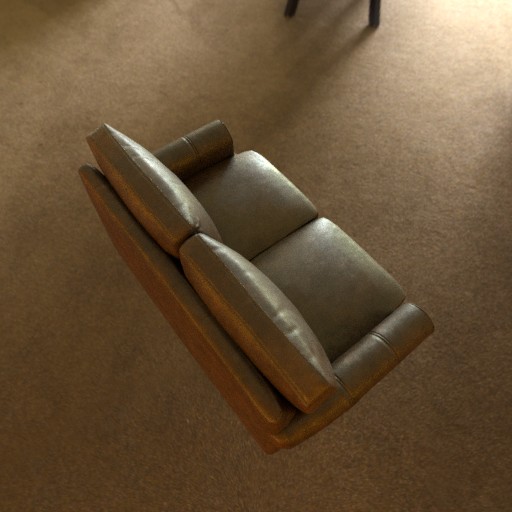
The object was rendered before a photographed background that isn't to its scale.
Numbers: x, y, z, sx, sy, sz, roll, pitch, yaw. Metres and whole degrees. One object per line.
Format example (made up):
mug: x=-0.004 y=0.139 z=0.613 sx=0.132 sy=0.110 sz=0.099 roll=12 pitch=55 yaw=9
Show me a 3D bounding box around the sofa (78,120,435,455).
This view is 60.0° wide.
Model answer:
sofa: x=0.000 y=0.000 z=2.168 sx=0.990 sy=0.976 sz=1.616 roll=-34 pitch=64 yaw=-19
